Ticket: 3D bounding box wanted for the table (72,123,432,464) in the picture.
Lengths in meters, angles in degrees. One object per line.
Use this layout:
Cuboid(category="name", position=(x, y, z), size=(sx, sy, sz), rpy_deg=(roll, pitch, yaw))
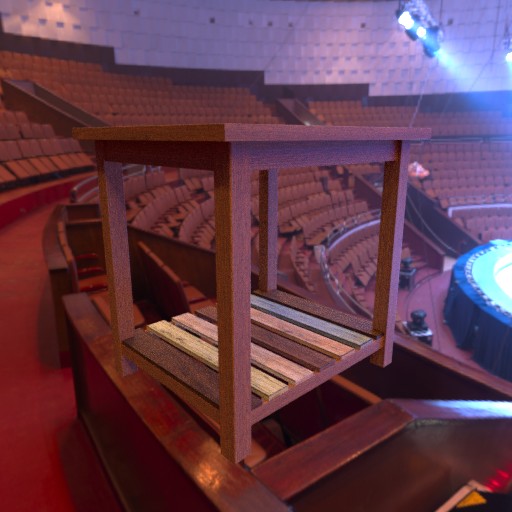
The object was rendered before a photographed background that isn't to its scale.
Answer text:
Cuboid(category="table", position=(0.000, 0.000, 1.147), size=(0.660, 0.635, 0.559), rpy_deg=(-14, 21, -42))
